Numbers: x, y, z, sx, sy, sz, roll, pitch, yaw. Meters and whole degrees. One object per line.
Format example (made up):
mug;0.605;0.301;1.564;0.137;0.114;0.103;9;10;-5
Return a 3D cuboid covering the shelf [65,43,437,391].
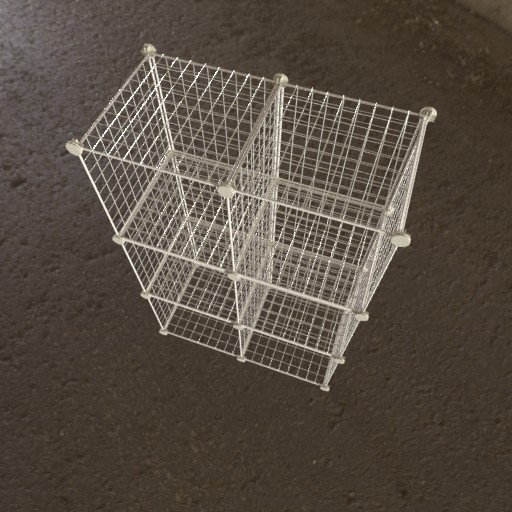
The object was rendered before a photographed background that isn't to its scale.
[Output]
shelf;0.000;0.000;1.388;0.711;1.067;0.356;17;60;10
